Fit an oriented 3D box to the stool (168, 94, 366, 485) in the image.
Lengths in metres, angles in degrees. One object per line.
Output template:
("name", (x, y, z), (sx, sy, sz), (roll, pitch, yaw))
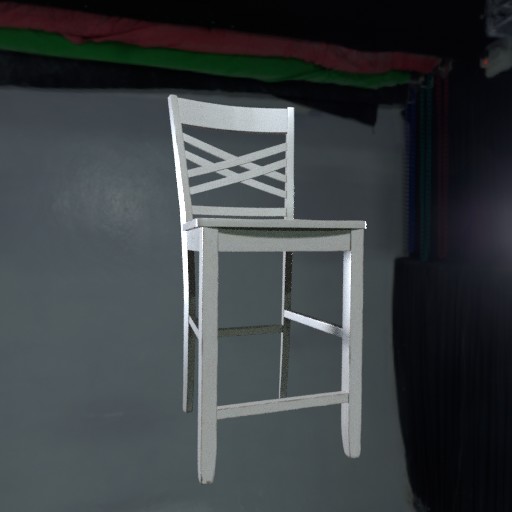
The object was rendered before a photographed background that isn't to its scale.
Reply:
("stool", (0.000, 0.000, 1.357), (0.462, 1.079, 0.539), (-1, 2, -18))
